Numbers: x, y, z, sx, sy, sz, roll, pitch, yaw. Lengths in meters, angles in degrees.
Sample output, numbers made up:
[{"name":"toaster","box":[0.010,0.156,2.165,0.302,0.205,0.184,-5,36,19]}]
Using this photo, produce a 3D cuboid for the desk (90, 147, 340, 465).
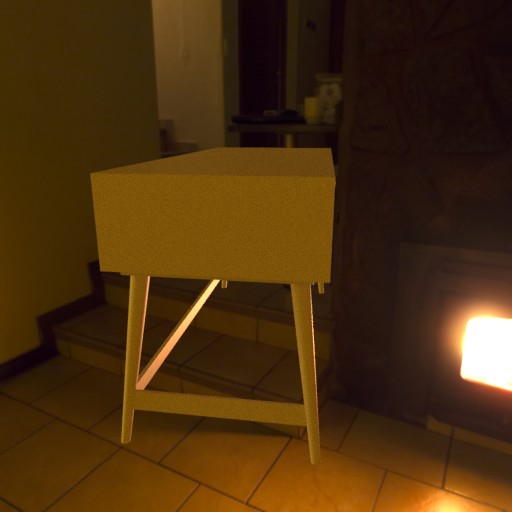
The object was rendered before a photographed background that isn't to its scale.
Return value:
[{"name":"desk","box":[0.000,0.000,1.732,0.589,0.762,1.313,2,17,8]}]
